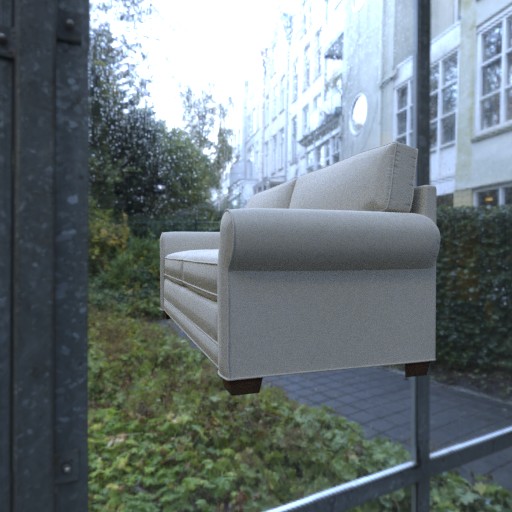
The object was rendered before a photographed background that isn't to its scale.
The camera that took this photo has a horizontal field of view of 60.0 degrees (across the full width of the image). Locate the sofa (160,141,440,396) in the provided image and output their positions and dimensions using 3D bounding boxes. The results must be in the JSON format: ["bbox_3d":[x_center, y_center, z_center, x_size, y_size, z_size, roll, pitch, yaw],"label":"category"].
[{"bbox_3d":[0.000,0.000,2.605,0.901,0.962,2.146,0,1,-18],"label":"sofa"}]
